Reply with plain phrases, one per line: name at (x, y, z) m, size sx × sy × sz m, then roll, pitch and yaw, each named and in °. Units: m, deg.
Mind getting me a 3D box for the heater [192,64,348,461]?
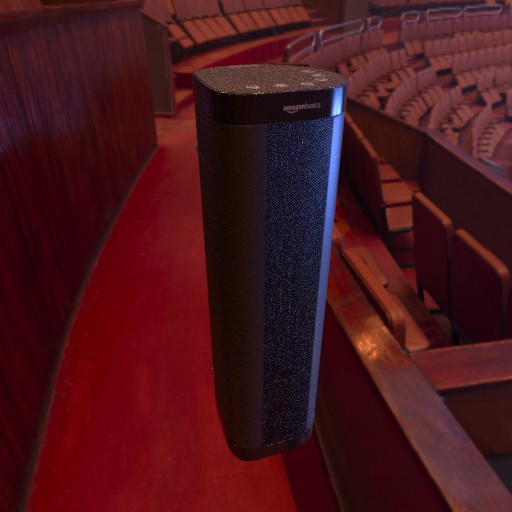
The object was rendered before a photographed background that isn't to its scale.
heater at (0.000, 0.000, 0.691) m, size 0.174 × 0.552 × 0.312 m, roll -9°, pitch 33°, yaw -15°
